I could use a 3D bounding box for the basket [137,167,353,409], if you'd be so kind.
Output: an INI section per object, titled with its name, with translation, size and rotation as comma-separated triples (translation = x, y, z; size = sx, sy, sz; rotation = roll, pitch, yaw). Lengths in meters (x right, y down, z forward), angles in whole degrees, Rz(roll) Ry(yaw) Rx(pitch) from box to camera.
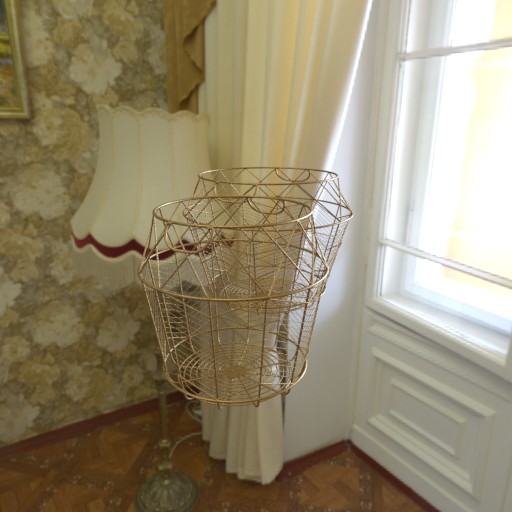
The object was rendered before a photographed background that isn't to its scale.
[basket]
translation = 0.000, 0.000, 1.045
size = 0.451, 0.343, 0.805
rotation = 3, 17, 10
